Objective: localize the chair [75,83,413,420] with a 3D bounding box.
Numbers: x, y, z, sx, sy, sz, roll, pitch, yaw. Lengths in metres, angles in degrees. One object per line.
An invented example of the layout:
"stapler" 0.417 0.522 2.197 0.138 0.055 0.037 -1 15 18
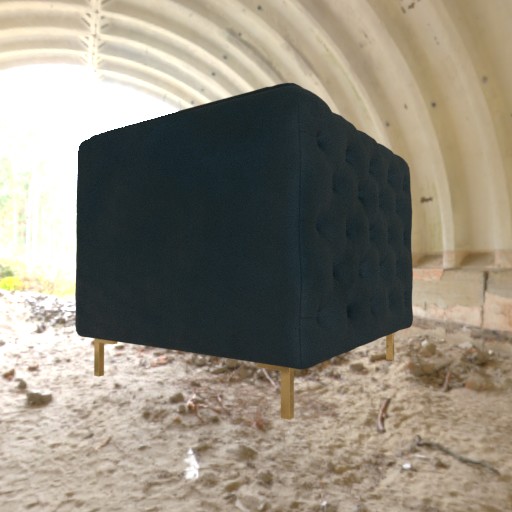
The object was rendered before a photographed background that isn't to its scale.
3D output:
"chair" 0.000 0.000 1.541 0.868 0.771 0.877 -1 -2 34
